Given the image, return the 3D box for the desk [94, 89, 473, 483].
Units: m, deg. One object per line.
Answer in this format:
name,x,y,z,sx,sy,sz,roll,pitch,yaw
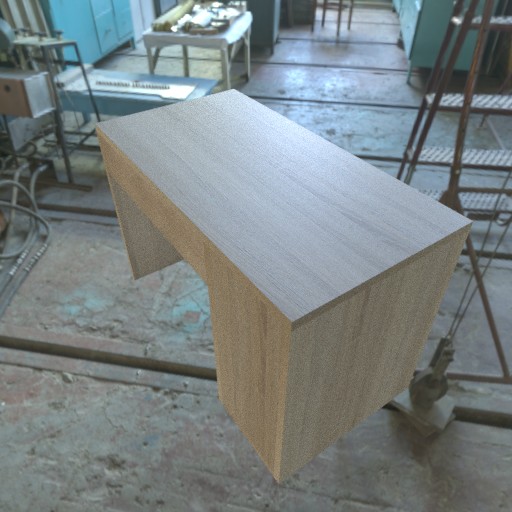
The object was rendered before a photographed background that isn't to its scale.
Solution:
desk,0.000,0.000,1.562,0.600,0.731,1.100,-24,46,-26
